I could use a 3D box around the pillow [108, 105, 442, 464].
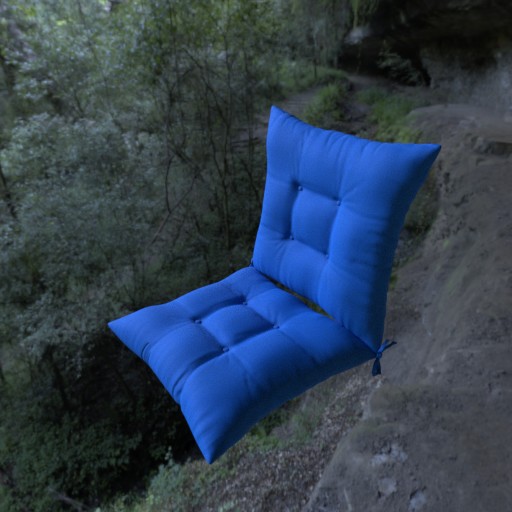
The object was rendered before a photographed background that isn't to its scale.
[{"bbox_3d":[0.000,0.000,1.007,0.585,0.536,0.541,-20,35,-32],"label":"pillow"}]
